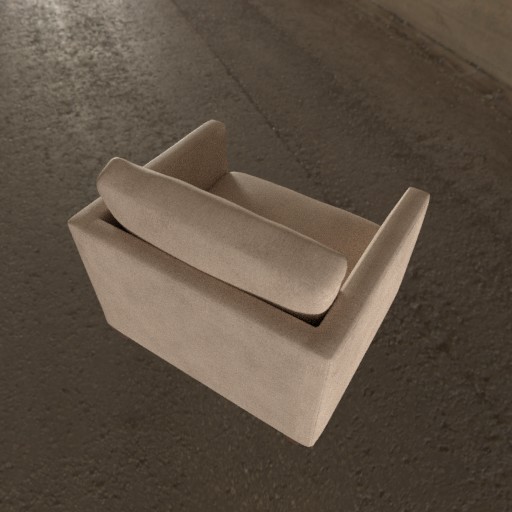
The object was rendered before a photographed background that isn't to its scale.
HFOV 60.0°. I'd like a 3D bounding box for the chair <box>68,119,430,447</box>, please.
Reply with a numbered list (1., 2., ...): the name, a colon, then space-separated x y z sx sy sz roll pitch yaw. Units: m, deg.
1. chair: 0.000 0.000 1.921 1.133 0.961 0.959 25 51 22
